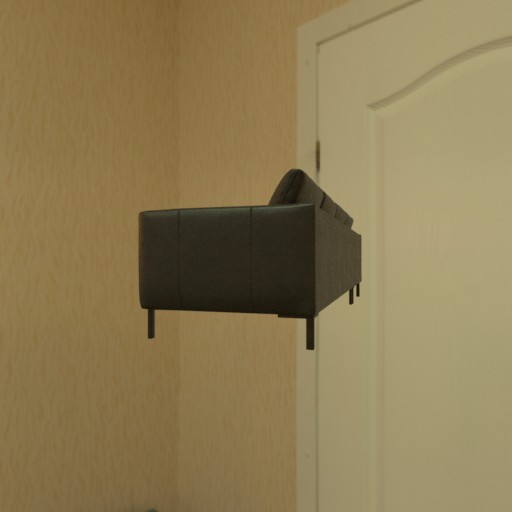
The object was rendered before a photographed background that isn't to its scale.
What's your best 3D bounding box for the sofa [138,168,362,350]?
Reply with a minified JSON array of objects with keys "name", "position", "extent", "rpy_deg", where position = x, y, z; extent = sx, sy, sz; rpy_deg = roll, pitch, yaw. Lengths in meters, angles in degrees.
[{"name":"sofa","position":[0.000,0.000,3.572],"extent":[1.471,0.859,2.993],"rpy_deg":[0,0,17]}]
